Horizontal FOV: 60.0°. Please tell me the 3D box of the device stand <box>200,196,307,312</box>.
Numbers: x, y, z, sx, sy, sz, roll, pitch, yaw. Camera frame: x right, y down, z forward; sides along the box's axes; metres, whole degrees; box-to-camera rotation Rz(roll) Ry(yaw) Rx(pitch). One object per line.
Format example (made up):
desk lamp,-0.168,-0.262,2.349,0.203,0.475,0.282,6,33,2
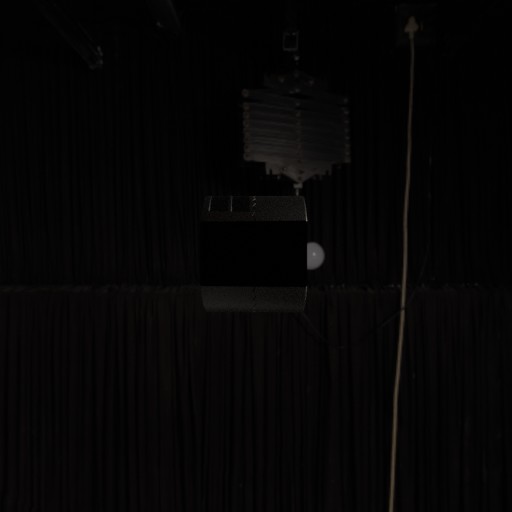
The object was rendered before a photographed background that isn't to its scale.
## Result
device stand,0.000,0.000,0.187,0.026,0.030,0.179,0,-1,0
